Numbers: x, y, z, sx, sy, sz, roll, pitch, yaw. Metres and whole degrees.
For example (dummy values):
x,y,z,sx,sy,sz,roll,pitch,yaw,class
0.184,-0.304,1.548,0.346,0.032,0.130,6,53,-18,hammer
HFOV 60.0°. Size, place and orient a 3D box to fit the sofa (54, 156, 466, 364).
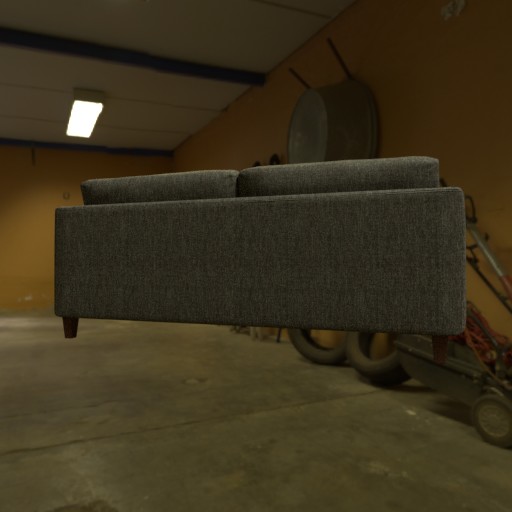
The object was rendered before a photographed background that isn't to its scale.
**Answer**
x,y,z,sx,sy,sz,roll,pitch,yaw,class
0.000,0.000,2.665,2.208,0.960,0.948,0,-1,19,sofa
